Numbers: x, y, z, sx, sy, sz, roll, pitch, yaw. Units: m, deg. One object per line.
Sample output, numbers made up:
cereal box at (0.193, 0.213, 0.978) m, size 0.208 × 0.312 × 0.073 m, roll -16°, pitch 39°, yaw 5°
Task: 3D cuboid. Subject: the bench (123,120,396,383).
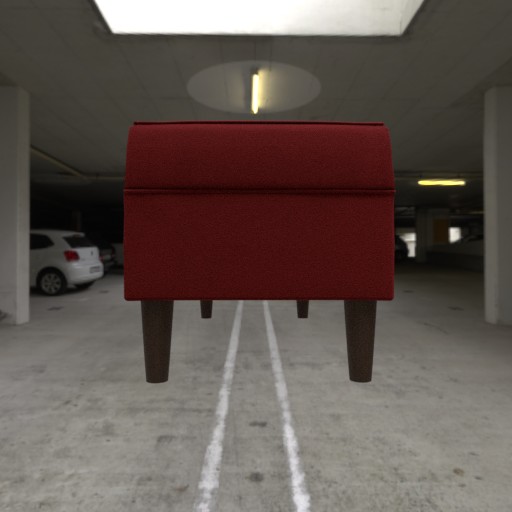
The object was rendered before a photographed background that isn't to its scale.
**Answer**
bench at (0.000, 0.000, 1.277) m, size 0.492 × 0.471 × 1.016 m, roll 0°, pitch -1°, yaw -1°
